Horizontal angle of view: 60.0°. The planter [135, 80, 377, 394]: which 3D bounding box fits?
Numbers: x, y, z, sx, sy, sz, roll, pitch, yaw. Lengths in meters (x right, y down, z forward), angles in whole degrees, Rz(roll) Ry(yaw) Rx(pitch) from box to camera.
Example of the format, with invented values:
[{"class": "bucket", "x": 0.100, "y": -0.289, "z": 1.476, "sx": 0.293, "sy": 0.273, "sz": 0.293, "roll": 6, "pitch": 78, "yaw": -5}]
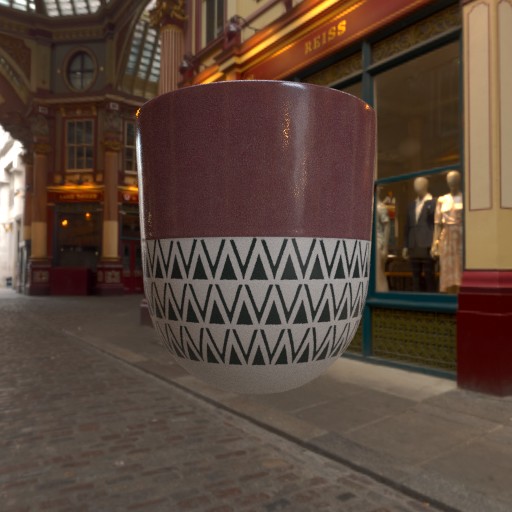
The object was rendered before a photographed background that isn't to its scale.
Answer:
[{"class": "planter", "x": 0.000, "y": 0.000, "z": 0.368, "sx": 0.195, "sy": 0.214, "sz": 0.195, "roll": 0, "pitch": -1, "yaw": 0}]
